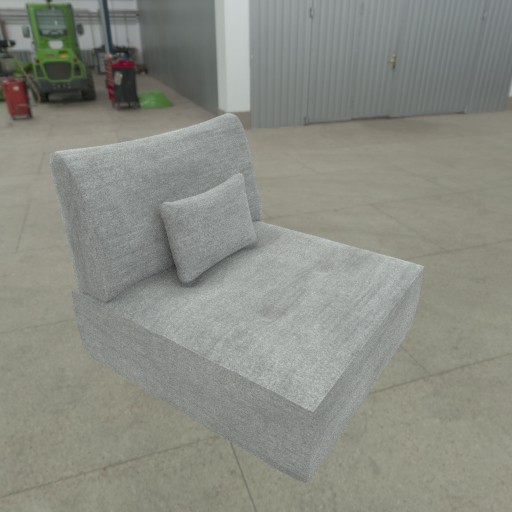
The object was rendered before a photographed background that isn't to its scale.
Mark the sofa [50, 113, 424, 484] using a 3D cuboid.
[{"bbox_3d":[0.000,0.000,1.639,1.000,0.820,0.930,18,32,31],"label":"sofa"}]
